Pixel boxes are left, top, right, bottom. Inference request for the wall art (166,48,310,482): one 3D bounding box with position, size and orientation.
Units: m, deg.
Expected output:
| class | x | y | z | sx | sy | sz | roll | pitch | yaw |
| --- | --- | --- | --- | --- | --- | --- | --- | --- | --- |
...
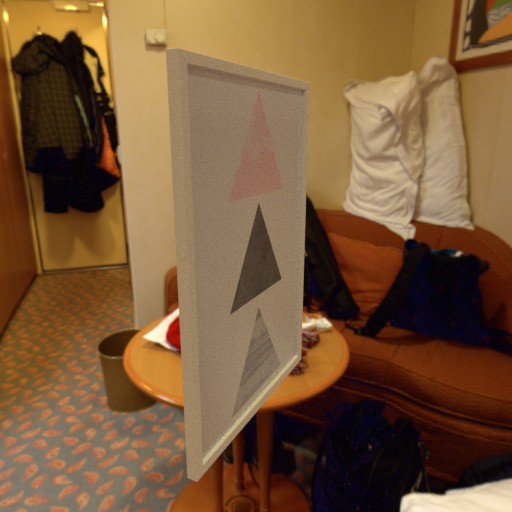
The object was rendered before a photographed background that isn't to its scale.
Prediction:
| class | x | y | z | sx | sy | sz | roll | pitch | yaw |
| --- | --- | --- | --- | --- | --- | --- | --- | --- | --- |
| wall art | 0.000 | 0.000 | 0.555 | 0.013 | 0.433 | 0.303 | 8 | 17 | 26 |
